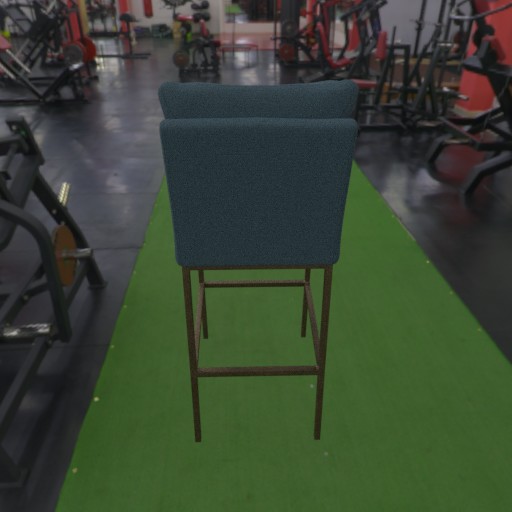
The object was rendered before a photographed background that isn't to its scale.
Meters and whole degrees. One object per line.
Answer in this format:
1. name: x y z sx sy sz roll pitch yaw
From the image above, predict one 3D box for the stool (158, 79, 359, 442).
1. stool: 0.000 0.000 1.425 0.463 1.124 0.568 -1 31 -1
